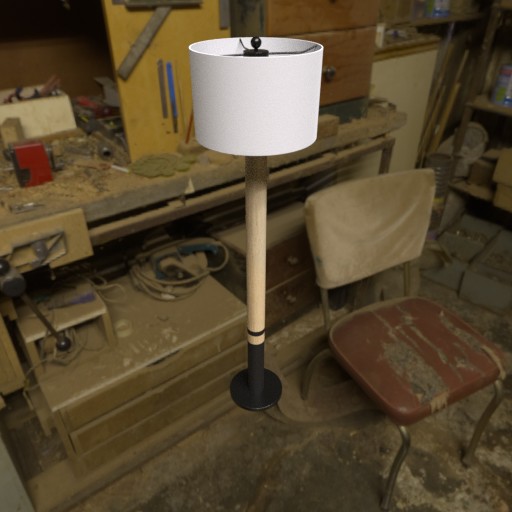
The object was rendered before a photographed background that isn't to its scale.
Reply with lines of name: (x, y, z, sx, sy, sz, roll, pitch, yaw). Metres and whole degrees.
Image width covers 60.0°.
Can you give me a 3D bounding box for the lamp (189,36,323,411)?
lamp: (0.000, 0.000, 1.654, 0.381, 1.478, 0.381, -21, 39, -29)
